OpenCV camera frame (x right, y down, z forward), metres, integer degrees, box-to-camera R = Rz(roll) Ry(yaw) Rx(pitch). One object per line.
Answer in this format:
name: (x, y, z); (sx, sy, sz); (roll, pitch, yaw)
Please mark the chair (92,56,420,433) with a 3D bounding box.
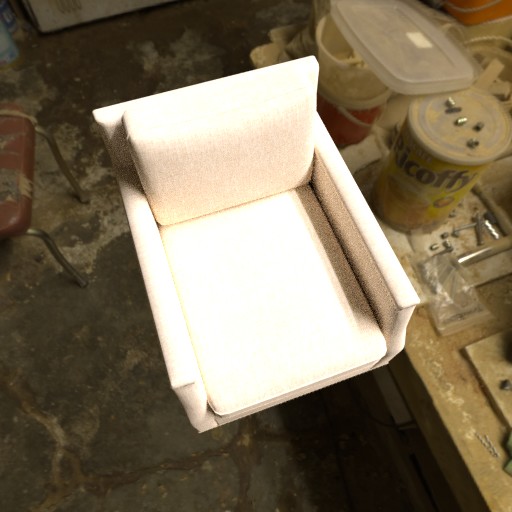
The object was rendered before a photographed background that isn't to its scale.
chair: (0.000, 0.000, 1.721); (0.838, 0.940, 1.041); (-17, 65, -8)
